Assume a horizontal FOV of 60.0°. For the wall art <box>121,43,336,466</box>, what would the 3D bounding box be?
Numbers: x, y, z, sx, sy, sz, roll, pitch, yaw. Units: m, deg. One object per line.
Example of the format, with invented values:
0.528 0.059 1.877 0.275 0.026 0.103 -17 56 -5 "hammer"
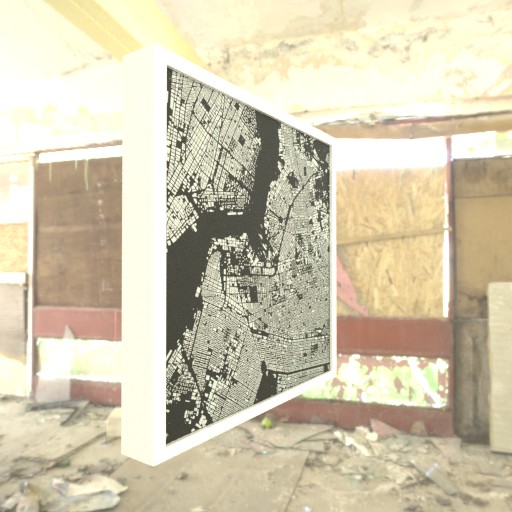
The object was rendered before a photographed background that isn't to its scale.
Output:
0.000 0.000 0.454 0.037 0.305 0.305 -1 -1 35 "wall art"
